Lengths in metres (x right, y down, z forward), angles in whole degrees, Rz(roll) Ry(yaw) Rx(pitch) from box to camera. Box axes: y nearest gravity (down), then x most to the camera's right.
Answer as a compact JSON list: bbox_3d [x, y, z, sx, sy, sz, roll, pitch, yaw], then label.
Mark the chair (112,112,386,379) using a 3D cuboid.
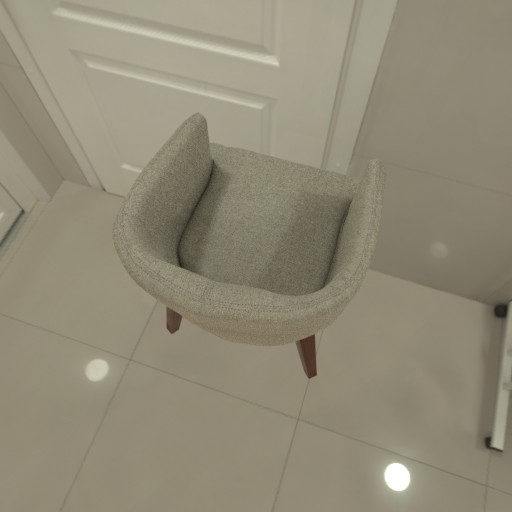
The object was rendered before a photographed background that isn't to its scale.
[{"bbox_3d":[0.000,0.000,1.284,0.583,0.811,0.655,17,65,8],"label":"chair"}]
